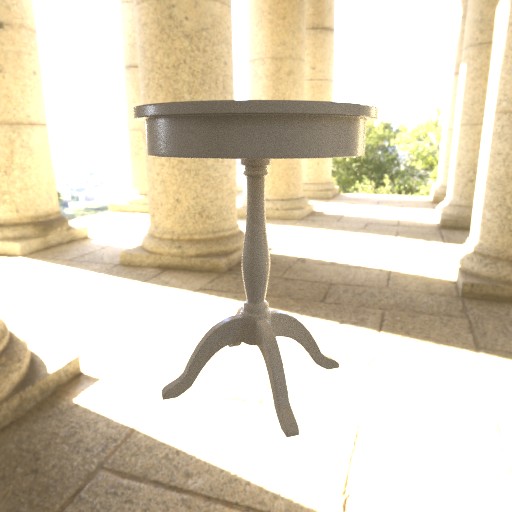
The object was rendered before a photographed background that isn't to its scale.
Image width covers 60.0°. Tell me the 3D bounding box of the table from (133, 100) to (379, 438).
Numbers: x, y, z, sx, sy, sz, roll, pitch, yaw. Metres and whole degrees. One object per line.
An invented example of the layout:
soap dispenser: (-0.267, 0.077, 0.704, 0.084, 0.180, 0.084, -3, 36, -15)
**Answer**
table: (0.000, 0.000, 1.040, 0.513, 0.653, 0.513, 0, 15, 0)
